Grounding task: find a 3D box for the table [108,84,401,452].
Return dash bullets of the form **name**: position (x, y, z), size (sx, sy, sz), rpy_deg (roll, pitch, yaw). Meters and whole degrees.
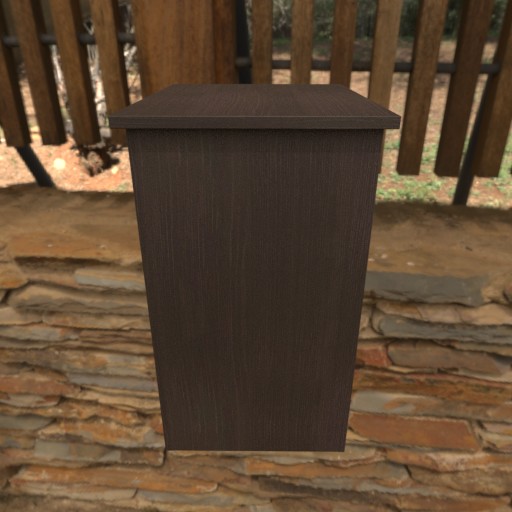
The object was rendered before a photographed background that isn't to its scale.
- **table**: position (0.000, 0.000, 0.928), size (0.381, 0.635, 0.480), rpy_deg (0, 26, 0)
